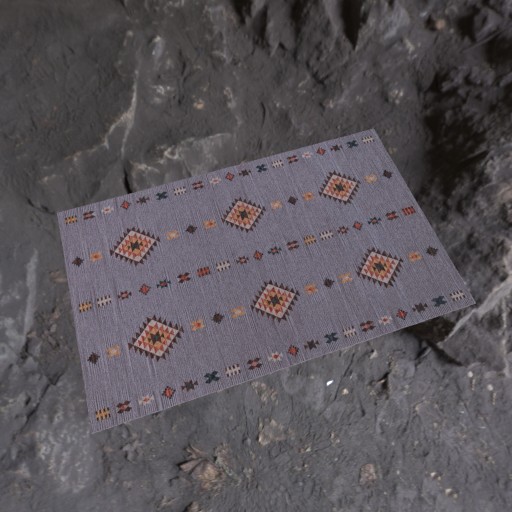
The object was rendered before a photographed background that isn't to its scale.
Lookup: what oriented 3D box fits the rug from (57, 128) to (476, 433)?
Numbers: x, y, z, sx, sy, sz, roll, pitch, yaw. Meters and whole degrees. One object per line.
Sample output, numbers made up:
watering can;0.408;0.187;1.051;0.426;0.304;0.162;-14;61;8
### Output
rug;0.000;0.000;2.949;2.427;0.007;1.515;-17;65;-8
